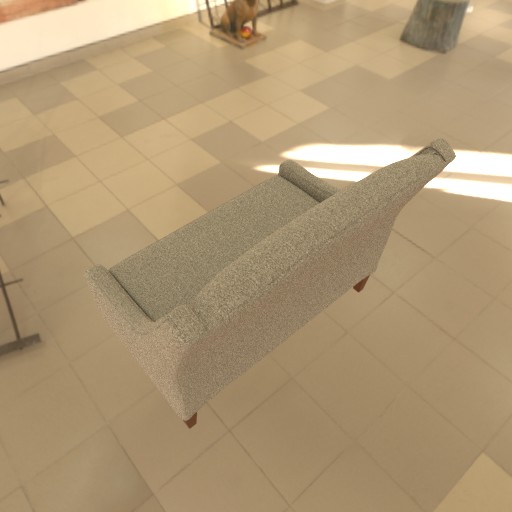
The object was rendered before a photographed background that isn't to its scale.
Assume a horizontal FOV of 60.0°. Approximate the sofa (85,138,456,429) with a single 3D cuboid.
[{"bbox_3d":[0.000,0.000,1.923,1.242,1.026,0.862,-33,56,-26],"label":"sofa"}]
